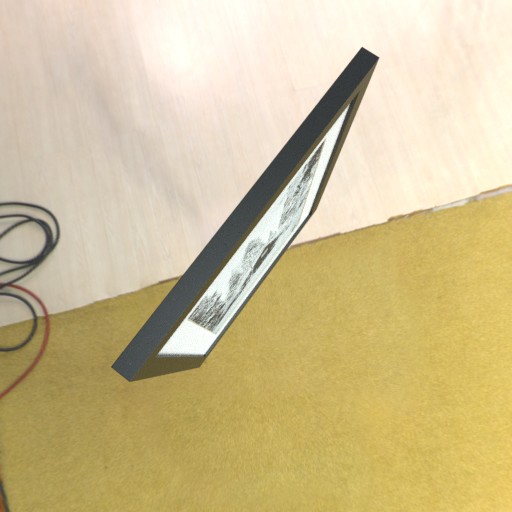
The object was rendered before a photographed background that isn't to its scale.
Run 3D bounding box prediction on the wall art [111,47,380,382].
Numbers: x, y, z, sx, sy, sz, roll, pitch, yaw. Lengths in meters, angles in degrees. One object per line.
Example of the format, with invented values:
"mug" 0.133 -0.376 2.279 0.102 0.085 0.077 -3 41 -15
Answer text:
"wall art" 0.000 0.000 0.537 0.018 0.397 0.325 36 80 7
